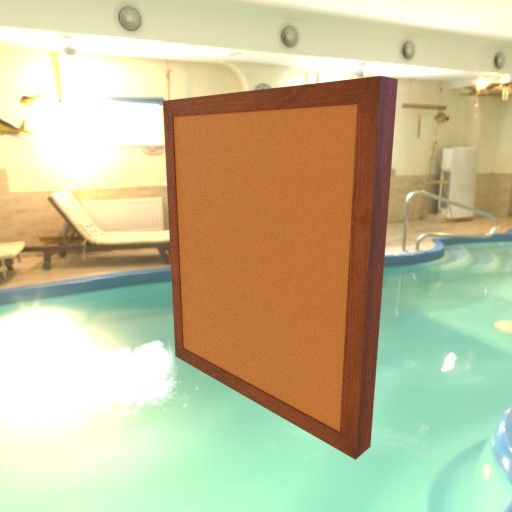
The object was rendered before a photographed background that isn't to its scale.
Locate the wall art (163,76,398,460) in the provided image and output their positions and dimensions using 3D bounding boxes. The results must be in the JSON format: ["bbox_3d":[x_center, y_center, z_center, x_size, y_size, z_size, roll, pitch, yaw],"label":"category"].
[{"bbox_3d":[0.000,0.000,0.547,0.030,0.381,0.330,-14,20,-43],"label":"wall art"}]
